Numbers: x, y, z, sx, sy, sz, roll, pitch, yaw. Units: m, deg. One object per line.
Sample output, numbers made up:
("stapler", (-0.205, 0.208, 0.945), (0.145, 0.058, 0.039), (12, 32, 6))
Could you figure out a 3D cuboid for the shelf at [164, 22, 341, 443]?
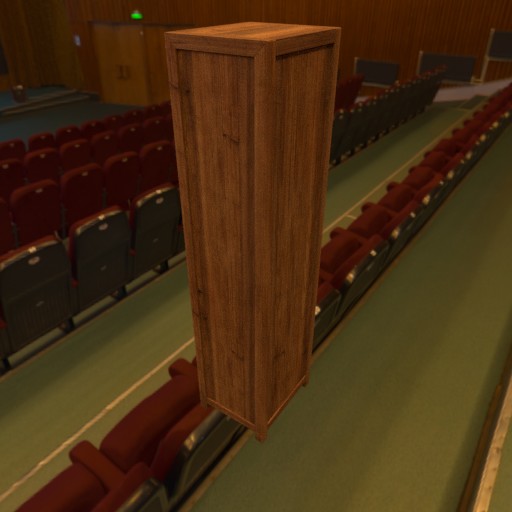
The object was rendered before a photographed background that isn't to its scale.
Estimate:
("shelf", (0.000, 0.000, 2.081), (0.428, 1.900, 0.500), (20, 37, 29))
